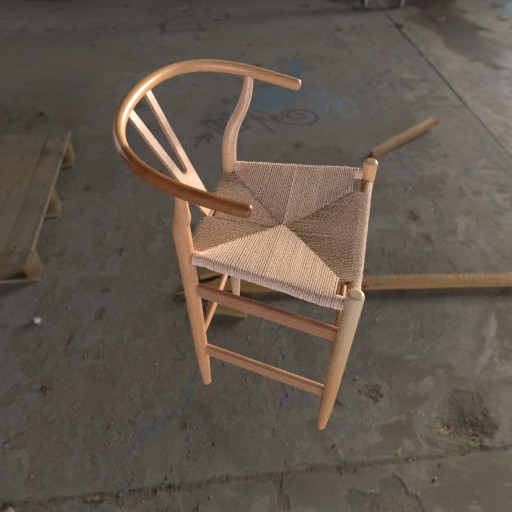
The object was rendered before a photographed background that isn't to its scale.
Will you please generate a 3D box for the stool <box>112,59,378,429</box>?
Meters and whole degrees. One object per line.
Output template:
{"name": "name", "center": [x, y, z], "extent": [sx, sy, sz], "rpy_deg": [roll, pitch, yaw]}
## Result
{"name": "stool", "center": [0.000, 0.000, 1.254], "extent": [0.575, 0.923, 0.536], "rpy_deg": [10, 48, 9]}
